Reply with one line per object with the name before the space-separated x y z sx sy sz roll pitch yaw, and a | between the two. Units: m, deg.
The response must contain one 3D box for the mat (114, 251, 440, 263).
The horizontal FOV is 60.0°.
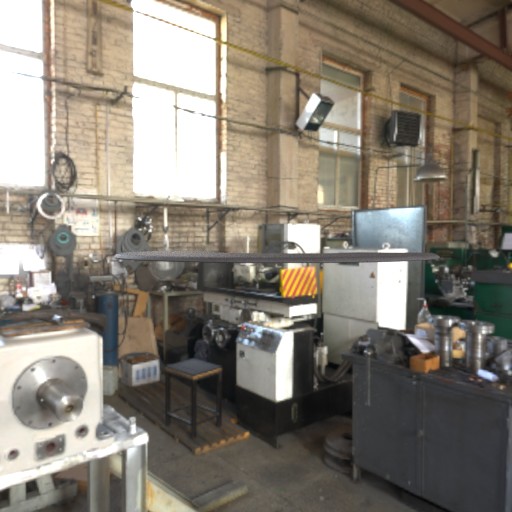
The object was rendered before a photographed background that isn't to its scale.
mat | 0.000 0.000 1.924 1.525 0.022 0.917 1 2 18
